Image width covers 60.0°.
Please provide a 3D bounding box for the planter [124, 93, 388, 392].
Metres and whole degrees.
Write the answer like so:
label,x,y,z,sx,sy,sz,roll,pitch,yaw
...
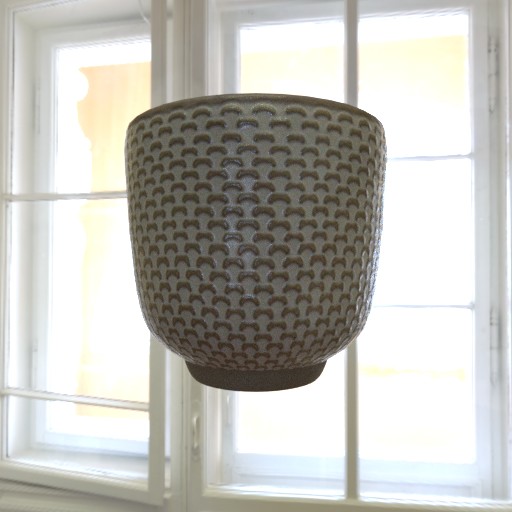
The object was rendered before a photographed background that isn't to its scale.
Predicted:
label,x,y,z,sx,sy,sz,roll,pitch,yaw
planter,0.000,0.000,0.243,0.139,0.130,0.139,0,0,0
